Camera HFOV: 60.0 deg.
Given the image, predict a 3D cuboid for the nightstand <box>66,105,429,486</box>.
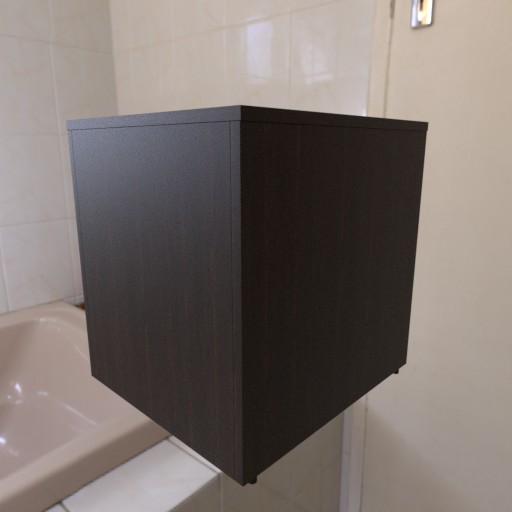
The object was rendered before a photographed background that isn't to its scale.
[{"bbox_3d":[0.000,0.000,0.791,0.400,0.460,0.461,13,19,42],"label":"nightstand"}]
